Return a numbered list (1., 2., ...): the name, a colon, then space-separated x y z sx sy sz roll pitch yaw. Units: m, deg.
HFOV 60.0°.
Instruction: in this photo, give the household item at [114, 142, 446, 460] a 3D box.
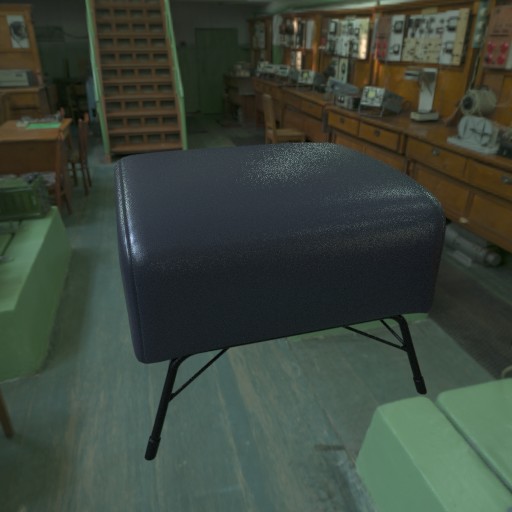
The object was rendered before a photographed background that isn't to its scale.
1. household item: 0.000 0.000 0.914 0.530 0.410 0.530 -8 27 -15
